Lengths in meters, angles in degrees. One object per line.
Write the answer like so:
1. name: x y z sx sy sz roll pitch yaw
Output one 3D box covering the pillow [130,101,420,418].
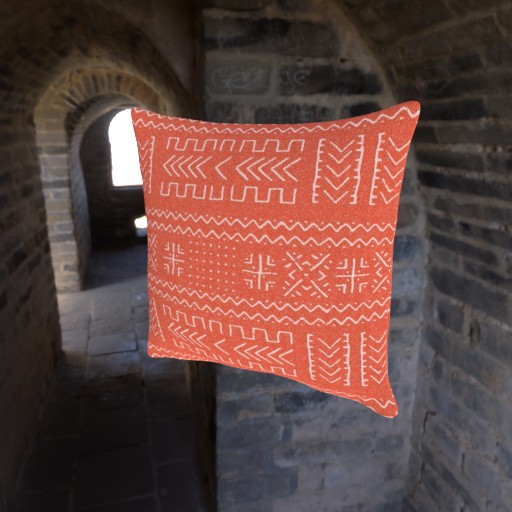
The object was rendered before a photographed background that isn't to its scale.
1. pillow: 0.000 0.000 0.657 0.438 0.429 0.164 7 17 25
